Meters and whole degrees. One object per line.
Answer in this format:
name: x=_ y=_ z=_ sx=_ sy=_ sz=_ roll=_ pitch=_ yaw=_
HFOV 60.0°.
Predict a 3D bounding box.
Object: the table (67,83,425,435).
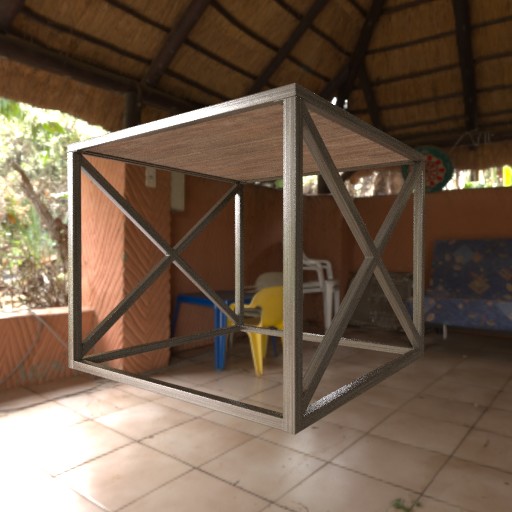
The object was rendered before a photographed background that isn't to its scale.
table: x=0.000 y=0.000 z=1.064 sx=0.609 sy=0.507 sz=0.611 roll=1 pitch=1 yaw=37
